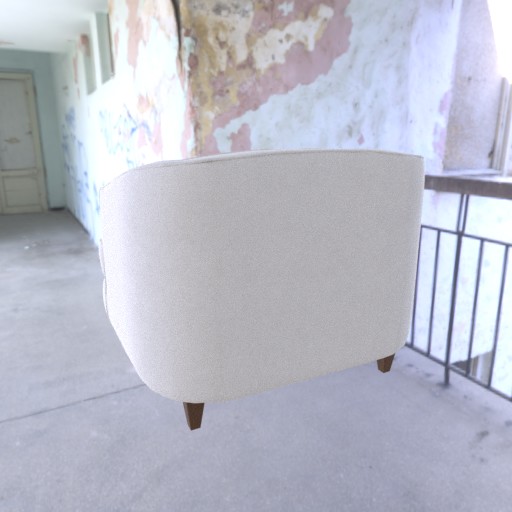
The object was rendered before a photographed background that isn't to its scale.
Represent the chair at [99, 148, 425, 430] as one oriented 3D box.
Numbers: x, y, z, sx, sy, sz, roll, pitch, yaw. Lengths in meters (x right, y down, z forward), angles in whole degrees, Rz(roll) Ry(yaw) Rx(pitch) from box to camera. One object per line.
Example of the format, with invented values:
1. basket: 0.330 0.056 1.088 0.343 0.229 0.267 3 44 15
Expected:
1. chair: 0.000 0.000 1.767 1.104 0.852 0.941 -7 17 -26
